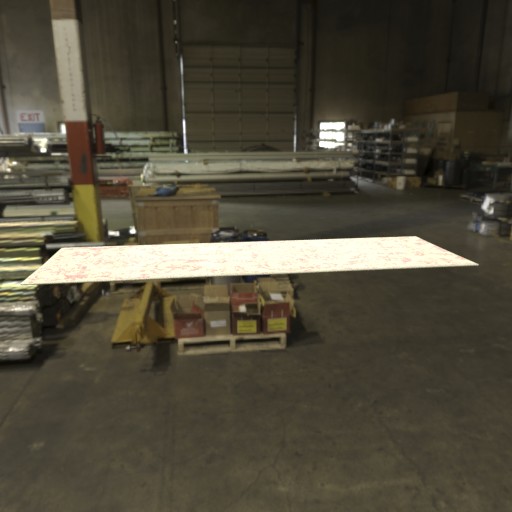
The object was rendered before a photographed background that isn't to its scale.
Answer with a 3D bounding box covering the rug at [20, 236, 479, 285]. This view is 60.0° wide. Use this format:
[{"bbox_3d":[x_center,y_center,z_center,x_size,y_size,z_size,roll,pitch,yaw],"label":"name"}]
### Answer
[{"bbox_3d":[0.000,0.000,2.418,2.196,0.011,0.662,-2,15,-8],"label":"rug"}]
